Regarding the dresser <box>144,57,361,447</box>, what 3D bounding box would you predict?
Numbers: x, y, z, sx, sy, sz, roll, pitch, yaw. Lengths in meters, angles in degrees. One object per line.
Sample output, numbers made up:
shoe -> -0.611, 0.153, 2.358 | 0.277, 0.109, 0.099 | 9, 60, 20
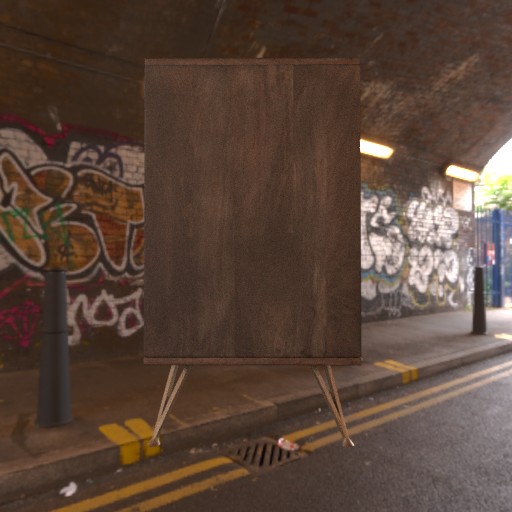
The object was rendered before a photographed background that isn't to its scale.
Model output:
dresser -> 0.000, 0.000, 1.367 | 0.453, 0.801, 0.923 | 0, -1, 0
